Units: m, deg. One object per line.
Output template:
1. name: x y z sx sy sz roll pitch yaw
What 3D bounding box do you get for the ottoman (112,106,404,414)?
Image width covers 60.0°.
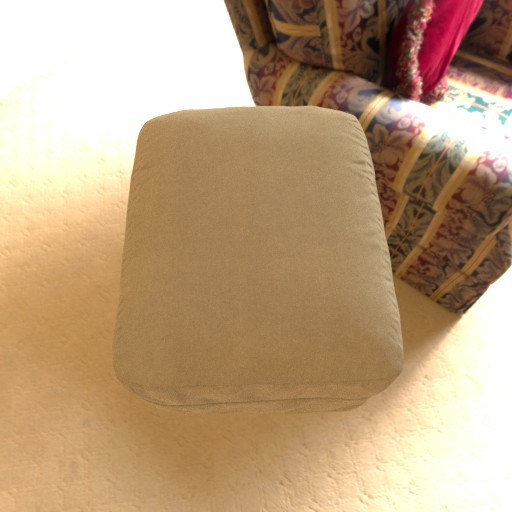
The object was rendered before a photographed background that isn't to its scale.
1. ottoman: 0.000 0.000 1.100 0.584 0.480 0.712 -2 64 -1
